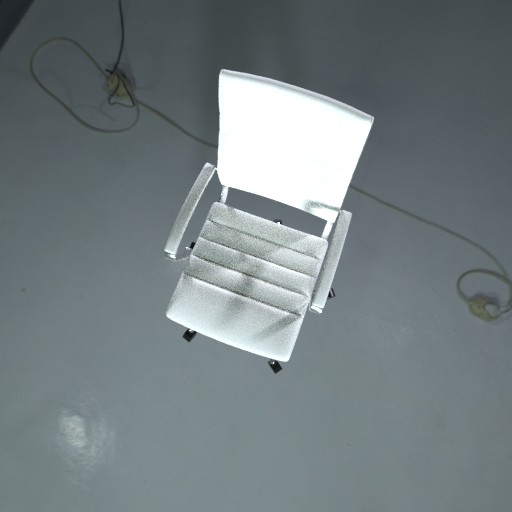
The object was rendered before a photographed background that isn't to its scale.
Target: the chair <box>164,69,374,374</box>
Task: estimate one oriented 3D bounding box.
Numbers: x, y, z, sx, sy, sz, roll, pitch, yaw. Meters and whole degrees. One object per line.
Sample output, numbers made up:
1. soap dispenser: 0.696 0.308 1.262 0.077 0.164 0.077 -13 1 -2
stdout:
1. chair: 0.000 0.000 1.663 0.766 1.149 0.739 20 75 5
